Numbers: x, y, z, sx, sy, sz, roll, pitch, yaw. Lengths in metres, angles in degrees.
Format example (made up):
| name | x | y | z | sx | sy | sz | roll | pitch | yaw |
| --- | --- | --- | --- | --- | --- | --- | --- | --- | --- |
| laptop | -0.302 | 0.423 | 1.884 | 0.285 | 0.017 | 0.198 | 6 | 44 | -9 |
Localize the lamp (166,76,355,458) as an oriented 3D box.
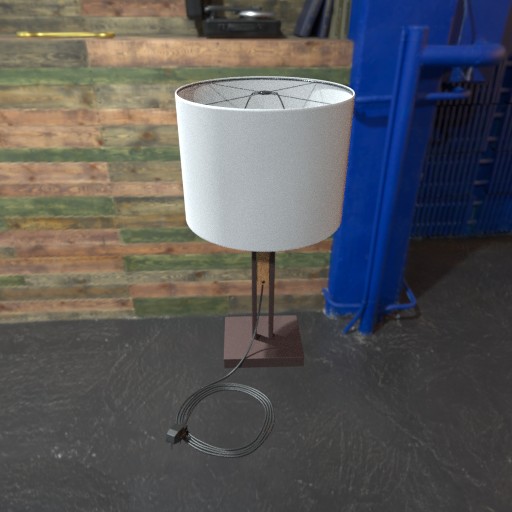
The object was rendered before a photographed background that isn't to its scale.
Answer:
| name | x | y | z | sx | sy | sz | roll | pitch | yaw |
| --- | --- | --- | --- | --- | --- | --- | --- | --- | --- |
| lamp | 0.000 | 0.000 | 0.981 | 0.396 | 0.668 | 0.525 | -1 | 30 | -2 |
